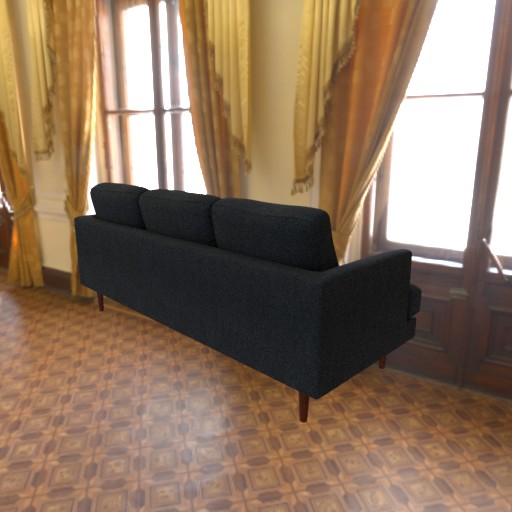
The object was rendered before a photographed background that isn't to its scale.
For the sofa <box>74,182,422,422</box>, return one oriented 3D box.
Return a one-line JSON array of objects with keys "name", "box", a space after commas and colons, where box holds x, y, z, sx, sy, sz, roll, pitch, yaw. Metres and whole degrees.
[{"name": "sofa", "box": [0.000, 0.000, 3.001, 2.233, 0.956, 1.504, 14, 19, 43]}]
